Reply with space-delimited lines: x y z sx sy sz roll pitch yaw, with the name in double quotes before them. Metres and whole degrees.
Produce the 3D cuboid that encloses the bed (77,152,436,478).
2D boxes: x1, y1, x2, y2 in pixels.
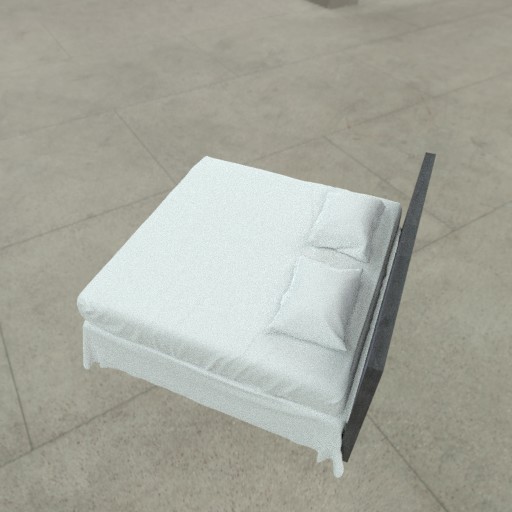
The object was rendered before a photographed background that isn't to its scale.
"bed" 0.000 0.000 3.421 2.165 1.158 2.255 17 48 16
